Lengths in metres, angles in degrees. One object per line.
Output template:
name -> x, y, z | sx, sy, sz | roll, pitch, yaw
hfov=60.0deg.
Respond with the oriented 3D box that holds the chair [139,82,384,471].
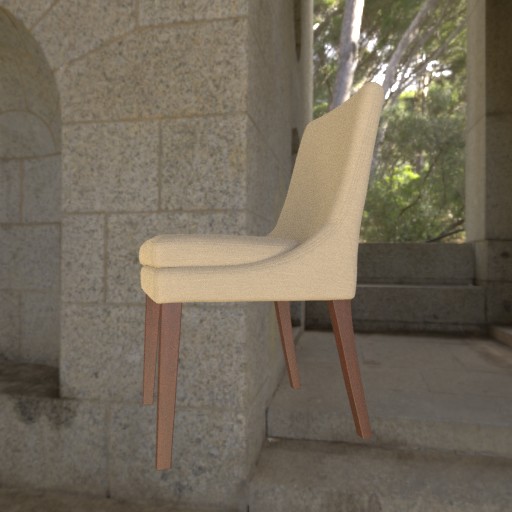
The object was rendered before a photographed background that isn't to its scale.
chair -> 0.000, 0.000, 1.289 | 0.638, 0.940, 0.515 | 0, 0, -18
